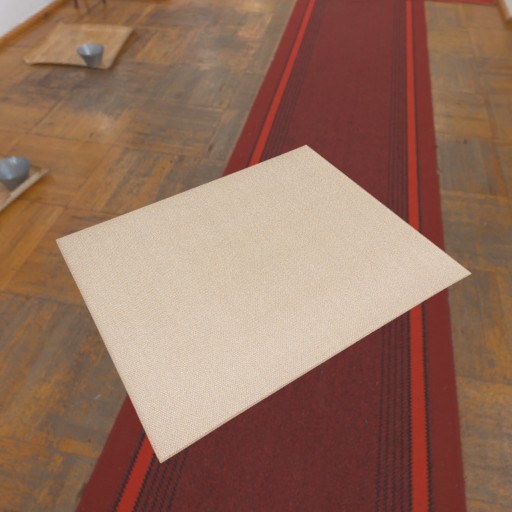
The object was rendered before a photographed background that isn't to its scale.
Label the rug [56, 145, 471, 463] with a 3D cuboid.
[{"bbox_3d":[0.000,0.000,4.135,3.039,0.018,2.462,-25,52,-22],"label":"rug"}]
